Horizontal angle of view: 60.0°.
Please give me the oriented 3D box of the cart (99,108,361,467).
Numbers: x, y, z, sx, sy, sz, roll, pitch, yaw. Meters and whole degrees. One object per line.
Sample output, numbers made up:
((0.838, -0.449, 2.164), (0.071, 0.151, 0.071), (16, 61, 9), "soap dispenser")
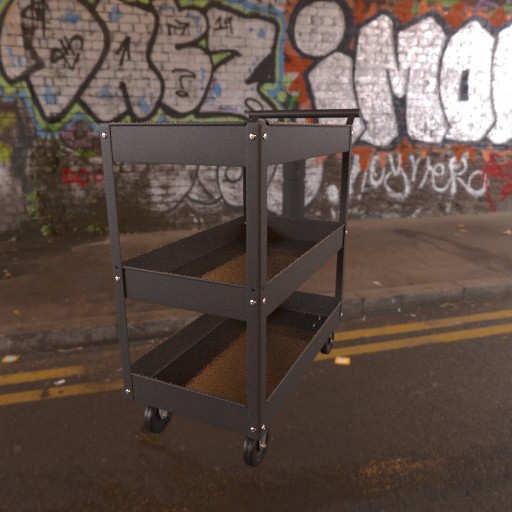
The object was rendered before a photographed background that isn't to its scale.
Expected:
((0.000, 0.000, 1.201), (0.366, 0.780, 0.719), (7, 18, 24), "cart")
